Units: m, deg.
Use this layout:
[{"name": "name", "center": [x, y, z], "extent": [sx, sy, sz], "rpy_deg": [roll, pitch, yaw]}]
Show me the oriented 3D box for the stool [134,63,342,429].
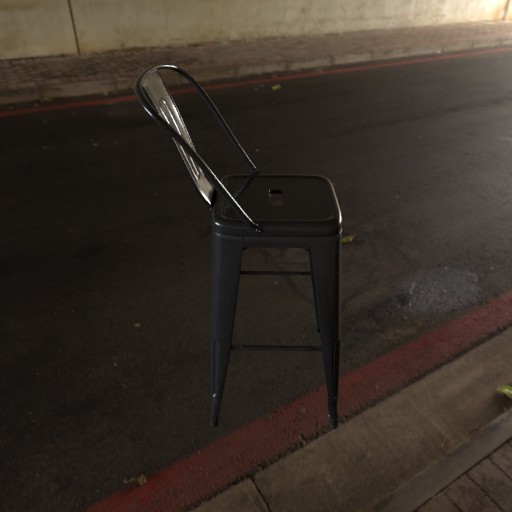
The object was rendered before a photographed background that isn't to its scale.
[{"name": "stool", "center": [0.000, 0.000, 1.301], "extent": [0.528, 1.022, 0.432], "rpy_deg": [1, 33, 1]}]
